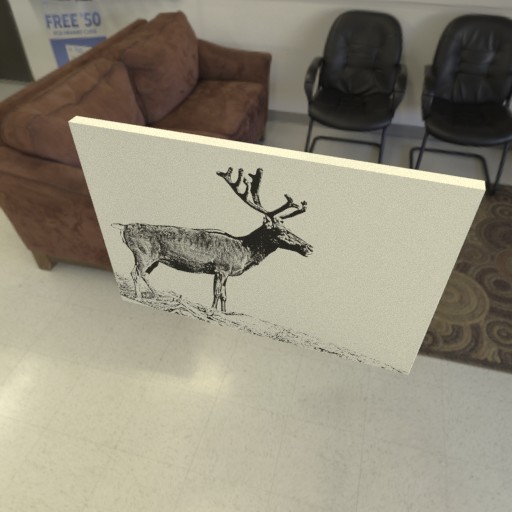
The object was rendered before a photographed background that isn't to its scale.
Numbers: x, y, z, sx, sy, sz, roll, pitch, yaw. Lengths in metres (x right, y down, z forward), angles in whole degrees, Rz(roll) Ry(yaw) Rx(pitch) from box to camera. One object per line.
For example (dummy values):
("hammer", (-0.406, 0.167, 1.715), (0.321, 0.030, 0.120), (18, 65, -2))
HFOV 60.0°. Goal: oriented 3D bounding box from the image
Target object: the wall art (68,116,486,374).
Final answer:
("wall art", (0.000, 0.000, 1.144), (0.906, 0.617, 0.033), (12, 44, 13))
